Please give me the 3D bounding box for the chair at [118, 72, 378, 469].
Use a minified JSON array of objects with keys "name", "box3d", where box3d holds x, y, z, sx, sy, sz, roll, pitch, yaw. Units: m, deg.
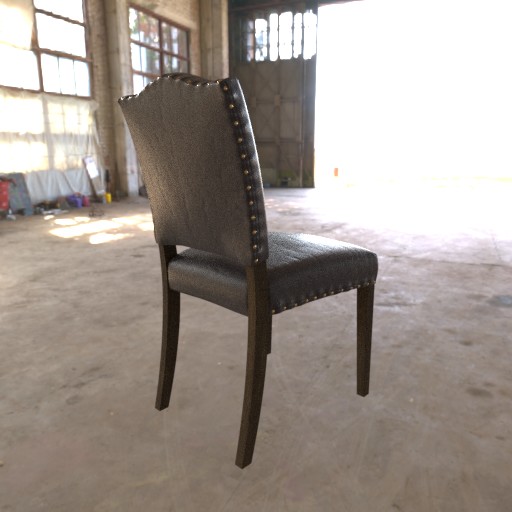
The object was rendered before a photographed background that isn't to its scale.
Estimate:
[{"name":"chair","box3d":[0.000,0.000,1.363,0.500,0.991,0.633,12,18,43]}]
